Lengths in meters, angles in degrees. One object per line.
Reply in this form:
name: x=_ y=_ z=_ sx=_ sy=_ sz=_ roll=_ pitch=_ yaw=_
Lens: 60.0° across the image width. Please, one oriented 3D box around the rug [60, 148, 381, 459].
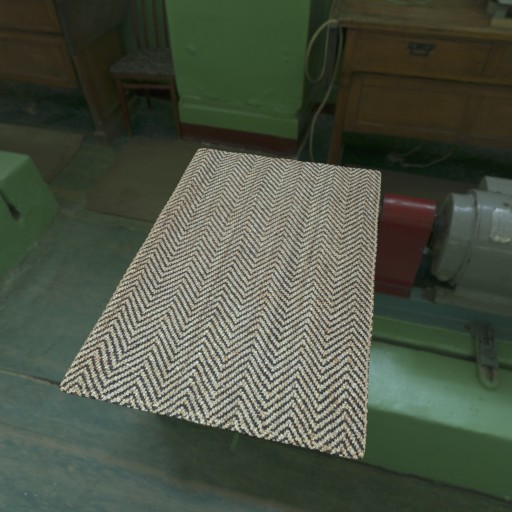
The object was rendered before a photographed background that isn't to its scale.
rug: x=0.000 y=0.000 z=2.300 sx=1.219 sy=0.008 sz=1.828 roll=9 pitch=46 yaw=9
